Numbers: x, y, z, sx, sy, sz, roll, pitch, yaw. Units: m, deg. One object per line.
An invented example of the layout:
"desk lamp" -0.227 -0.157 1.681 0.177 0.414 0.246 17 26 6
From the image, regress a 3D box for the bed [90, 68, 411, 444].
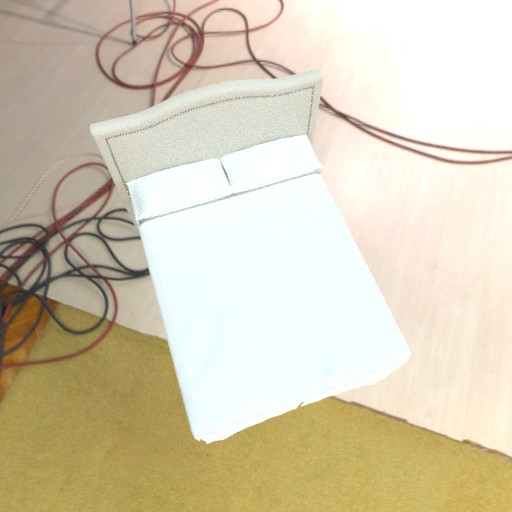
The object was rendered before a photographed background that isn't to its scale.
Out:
"bed" 0.000 0.000 3.330 1.753 1.460 2.143 -17 64 -9
